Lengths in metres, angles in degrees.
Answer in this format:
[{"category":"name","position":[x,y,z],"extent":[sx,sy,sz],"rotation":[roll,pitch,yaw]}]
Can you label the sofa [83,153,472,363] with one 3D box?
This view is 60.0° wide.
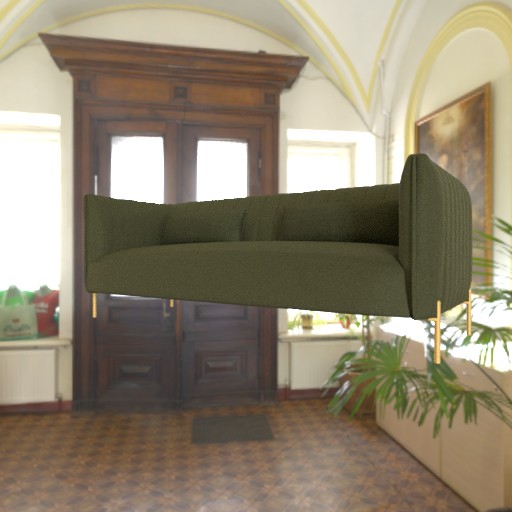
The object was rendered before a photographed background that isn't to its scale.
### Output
[{"category":"sofa","position":[0.000,0.000,2.518],"extent":[2.137,0.793,0.896],"rotation":[0,0,35]}]
